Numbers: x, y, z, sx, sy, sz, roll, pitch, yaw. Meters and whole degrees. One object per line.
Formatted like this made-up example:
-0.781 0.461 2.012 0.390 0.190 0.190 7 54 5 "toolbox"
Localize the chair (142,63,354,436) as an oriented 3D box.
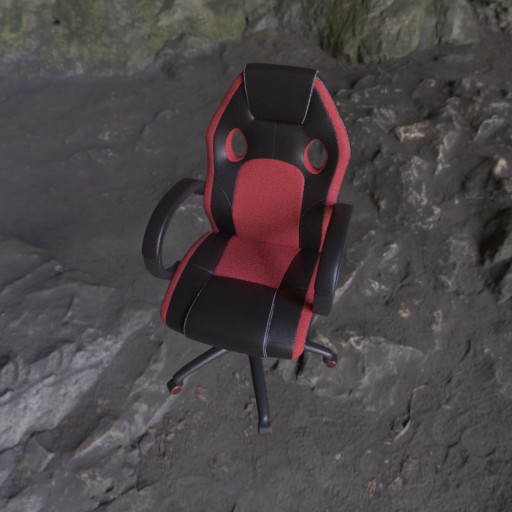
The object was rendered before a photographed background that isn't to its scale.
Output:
0.000 0.000 1.683 0.750 1.189 0.783 11 41 13 "chair"
